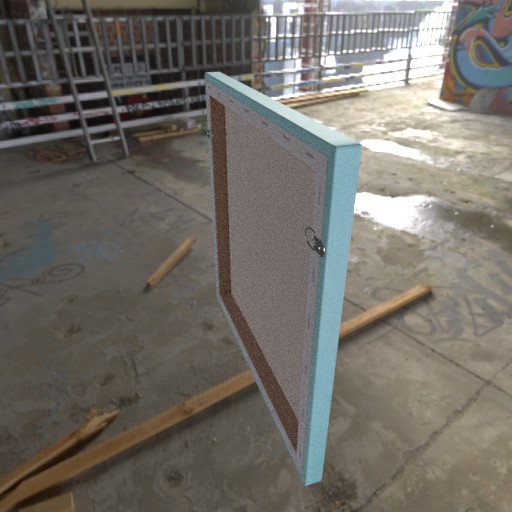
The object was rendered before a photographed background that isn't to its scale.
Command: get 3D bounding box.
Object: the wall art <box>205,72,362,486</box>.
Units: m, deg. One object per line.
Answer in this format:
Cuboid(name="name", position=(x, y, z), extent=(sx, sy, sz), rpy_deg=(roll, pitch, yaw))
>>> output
Cuboid(name="wall art", position=(0.000, 0.000, 1.558), extent=(0.070, 1.073, 1.071), rpy_deg=(-10, 32, -17))
